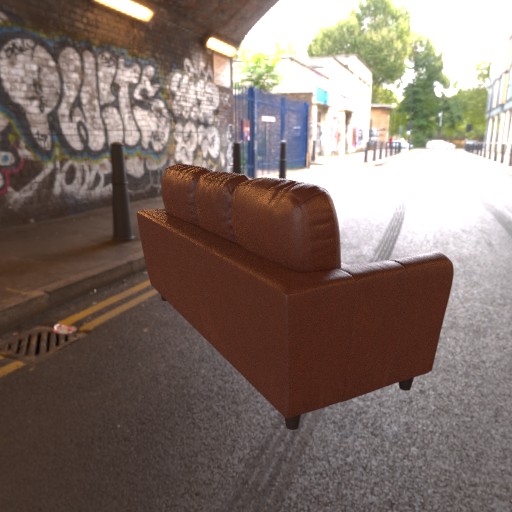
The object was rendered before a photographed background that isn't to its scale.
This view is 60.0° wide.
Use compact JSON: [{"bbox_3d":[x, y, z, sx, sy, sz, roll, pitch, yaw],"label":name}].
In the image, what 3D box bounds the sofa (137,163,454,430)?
[{"bbox_3d":[0.000,0.000,2.375,0.802,0.915,1.862,-8,17,-28],"label":"sofa"}]
